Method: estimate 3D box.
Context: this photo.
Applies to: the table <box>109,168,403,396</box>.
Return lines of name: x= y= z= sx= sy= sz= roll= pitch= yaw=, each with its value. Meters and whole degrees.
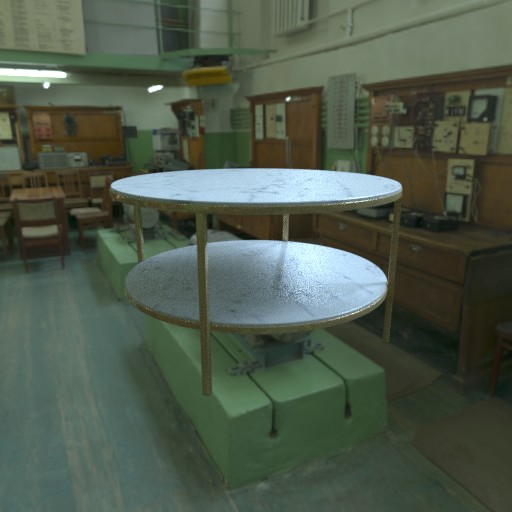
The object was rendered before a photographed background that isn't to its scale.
table: x=0.000 y=0.000 z=1.329 sx=0.800 sy=0.450 sz=0.800 roll=0 pitch=16 yaw=0
